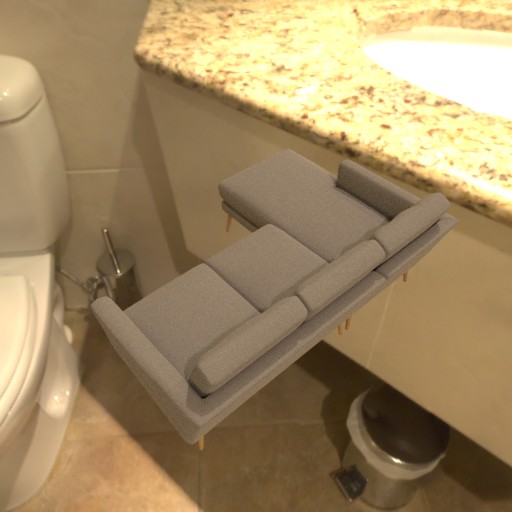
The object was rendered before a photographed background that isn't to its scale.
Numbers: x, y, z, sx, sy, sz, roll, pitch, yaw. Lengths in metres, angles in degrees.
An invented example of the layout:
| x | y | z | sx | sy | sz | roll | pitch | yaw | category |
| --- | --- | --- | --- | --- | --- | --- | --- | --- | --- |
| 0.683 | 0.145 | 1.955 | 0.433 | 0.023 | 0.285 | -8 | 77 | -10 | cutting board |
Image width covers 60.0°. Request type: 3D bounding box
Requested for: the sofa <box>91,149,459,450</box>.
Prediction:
| x | y | z | sx | sy | sz | roll | pitch | yaw | category |
| --- | --- | --- | --- | --- | --- | --- | --- | --- | --- |
| 0.000 | 0.000 | 2.820 | 2.040 | 0.860 | 1.530 | -32 | 53 | -27 | sofa |
